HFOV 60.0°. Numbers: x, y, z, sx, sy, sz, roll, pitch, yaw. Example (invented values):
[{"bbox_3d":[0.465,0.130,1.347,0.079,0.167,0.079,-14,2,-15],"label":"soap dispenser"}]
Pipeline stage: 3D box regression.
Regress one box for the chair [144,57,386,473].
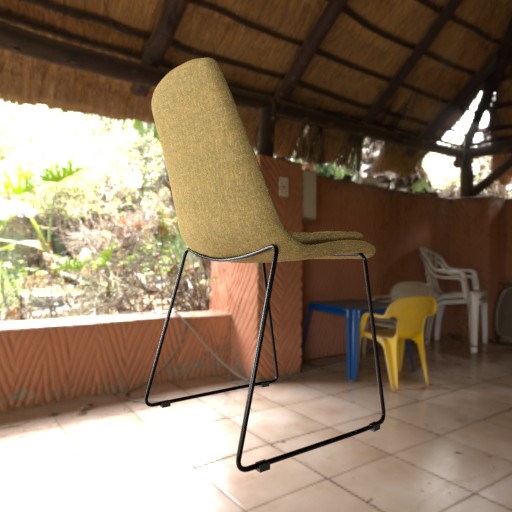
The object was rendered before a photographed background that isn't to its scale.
[{"bbox_3d":[0.000,0.000,1.156,0.496,0.849,0.479,0,0,-36],"label":"chair"}]
